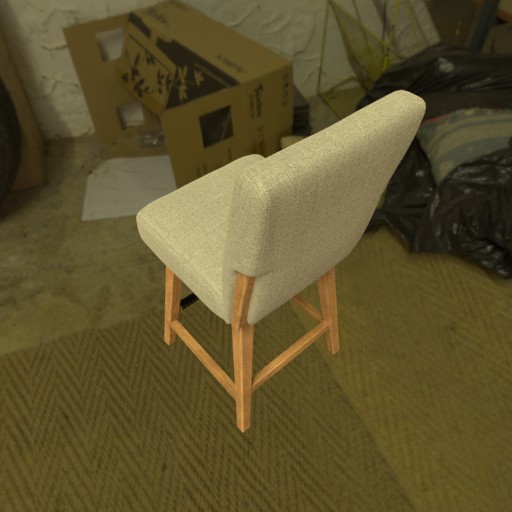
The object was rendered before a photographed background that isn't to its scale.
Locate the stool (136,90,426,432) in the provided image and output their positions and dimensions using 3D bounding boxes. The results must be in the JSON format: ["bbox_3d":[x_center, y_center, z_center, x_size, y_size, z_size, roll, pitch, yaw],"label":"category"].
[{"bbox_3d":[0.000,0.000,1.243,0.459,1.010,0.526,-33,55,-27],"label":"stool"}]
